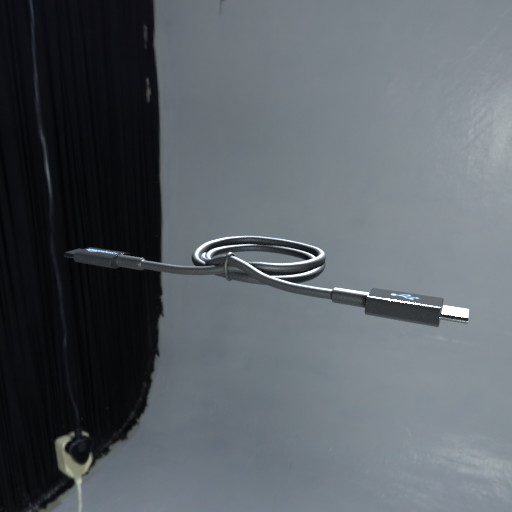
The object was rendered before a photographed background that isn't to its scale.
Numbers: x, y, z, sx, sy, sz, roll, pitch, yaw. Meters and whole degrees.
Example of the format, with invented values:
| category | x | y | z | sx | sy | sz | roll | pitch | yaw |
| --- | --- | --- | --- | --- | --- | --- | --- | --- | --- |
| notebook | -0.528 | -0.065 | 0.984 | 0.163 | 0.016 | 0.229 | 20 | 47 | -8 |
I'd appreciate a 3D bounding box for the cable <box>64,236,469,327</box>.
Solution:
| category | x | y | z | sx | sy | sz | roll | pitch | yaw |
| --- | --- | --- | --- | --- | --- | --- | --- | --- | --- |
| cable | 0.000 | 0.000 | 0.217 | 0.192 | 0.014 | 0.070 | 7 | 17 | 26 |
